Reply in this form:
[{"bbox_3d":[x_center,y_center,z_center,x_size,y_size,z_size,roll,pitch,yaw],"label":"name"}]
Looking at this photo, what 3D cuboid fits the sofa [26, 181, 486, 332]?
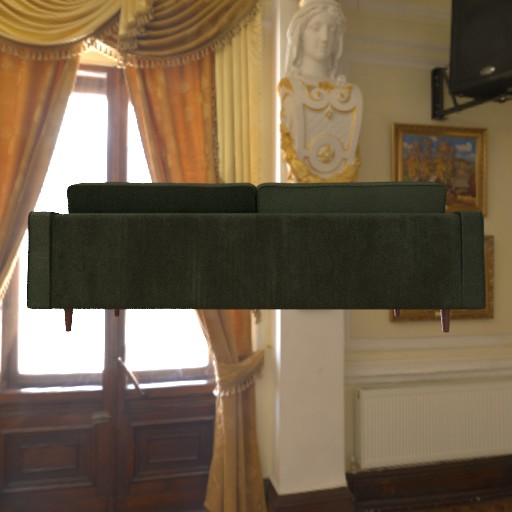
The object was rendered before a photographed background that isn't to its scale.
[{"bbox_3d":[0.000,0.000,2.559,2.199,0.769,0.918,0,-2,0],"label":"sofa"}]
